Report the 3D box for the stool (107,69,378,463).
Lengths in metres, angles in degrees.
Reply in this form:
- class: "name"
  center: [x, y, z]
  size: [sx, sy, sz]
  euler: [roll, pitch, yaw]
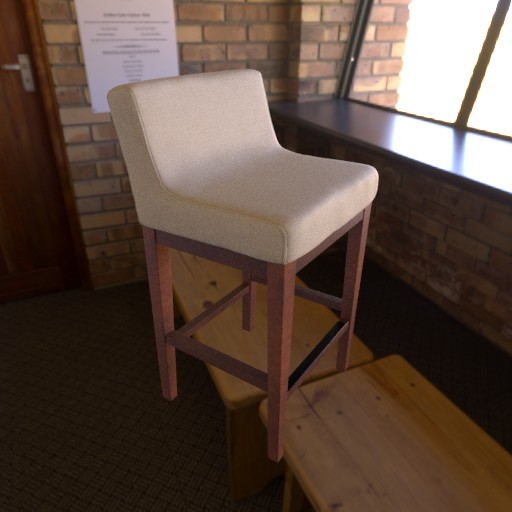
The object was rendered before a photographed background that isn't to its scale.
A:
- class: "stool"
  center: [0.000, 0.000, 1.254]
  size: [0.500, 0.937, 0.511]
  euler: [17, 32, 30]
